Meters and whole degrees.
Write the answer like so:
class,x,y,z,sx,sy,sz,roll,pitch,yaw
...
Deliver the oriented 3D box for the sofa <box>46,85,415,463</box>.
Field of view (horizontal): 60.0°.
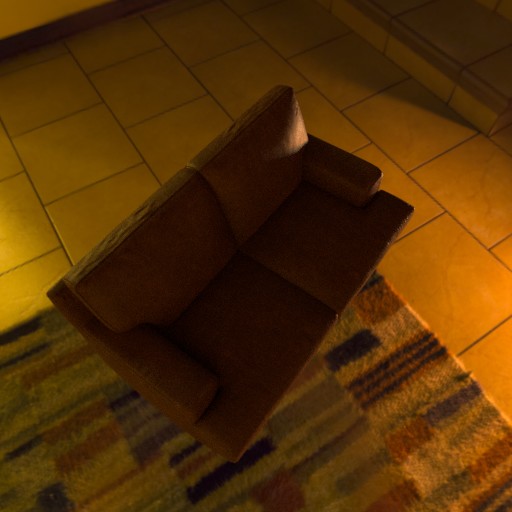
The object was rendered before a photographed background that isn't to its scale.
class,x,y,z,sx,sy,sz,roll,pitch,yaw
sofa,0.000,0.000,2.510,1.143,0.939,1.880,33,65,18
